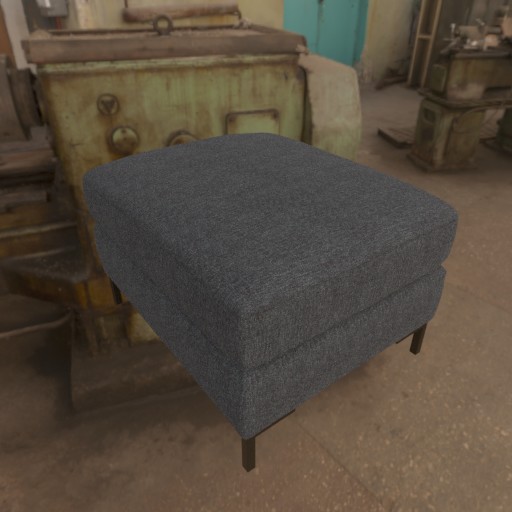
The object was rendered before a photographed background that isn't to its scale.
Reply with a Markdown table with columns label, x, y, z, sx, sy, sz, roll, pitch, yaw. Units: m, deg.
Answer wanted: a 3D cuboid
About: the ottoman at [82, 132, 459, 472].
| label | x | y | z | sx | sy | sz | roll | pitch | yaw |
| --- | --- | --- | --- | --- | --- | --- | --- | --- | --- |
| ottoman | 0.000 | 0.000 | 1.306 | 0.695 | 0.533 | 0.831 | -22 | 38 | -31 |
